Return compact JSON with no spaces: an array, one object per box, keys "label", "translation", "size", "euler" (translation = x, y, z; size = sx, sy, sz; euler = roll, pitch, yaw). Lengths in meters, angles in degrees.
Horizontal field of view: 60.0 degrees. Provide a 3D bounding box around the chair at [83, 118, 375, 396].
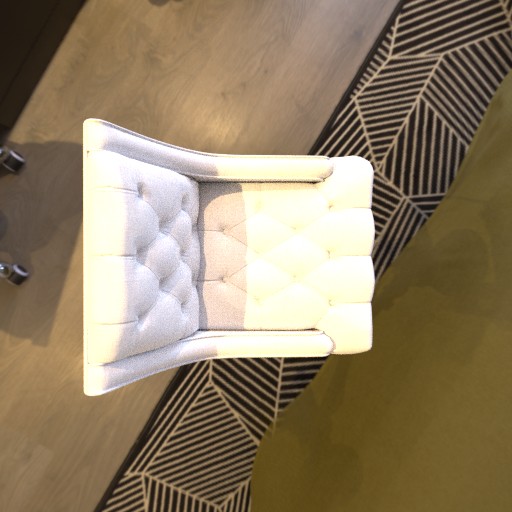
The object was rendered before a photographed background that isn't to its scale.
[{"label":"chair","translation":[0.000,0.000,1.428],"size":[0.772,0.891,0.658],"euler":[0,90,1]}]
